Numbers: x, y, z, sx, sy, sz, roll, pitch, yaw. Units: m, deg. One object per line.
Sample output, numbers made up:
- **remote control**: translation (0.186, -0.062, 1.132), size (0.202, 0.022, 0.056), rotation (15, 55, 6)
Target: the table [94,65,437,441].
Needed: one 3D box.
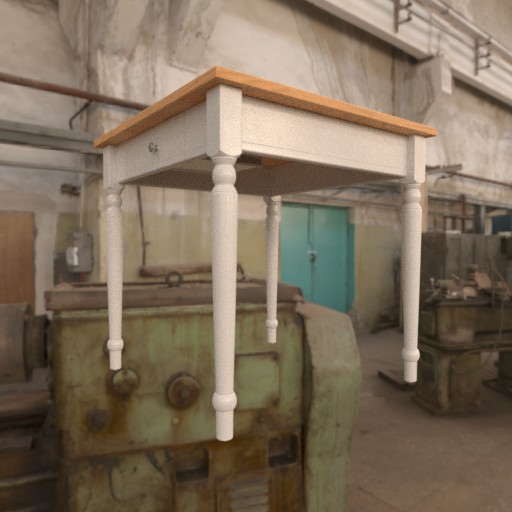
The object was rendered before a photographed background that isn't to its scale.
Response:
- **table**: translation (0.000, 0.000, 1.360), size (0.747, 0.738, 0.747), rotation (-1, 2, -37)
